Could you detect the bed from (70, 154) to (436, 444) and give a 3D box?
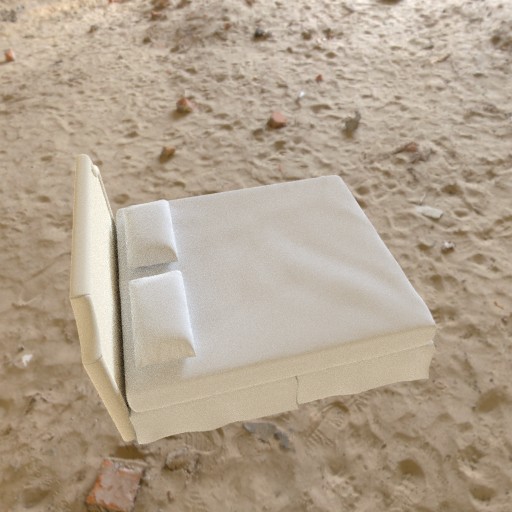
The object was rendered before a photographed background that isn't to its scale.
[{"bbox_3d":[0.000,0.000,4.052,2.773,1.590,2.350,-10,47,-10],"label":"bed"}]
